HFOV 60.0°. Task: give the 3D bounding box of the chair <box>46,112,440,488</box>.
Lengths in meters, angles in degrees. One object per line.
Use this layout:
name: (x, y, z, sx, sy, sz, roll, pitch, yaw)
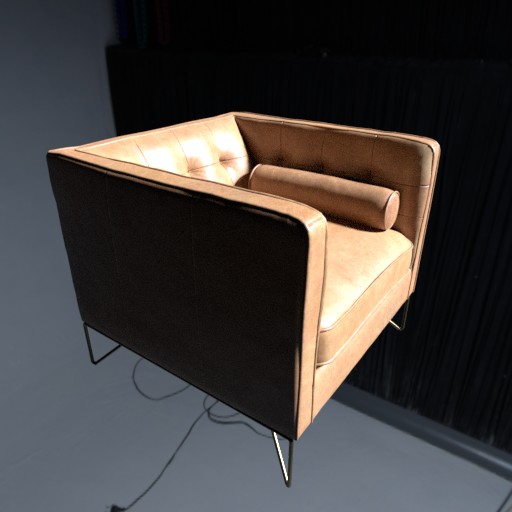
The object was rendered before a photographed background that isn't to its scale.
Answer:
chair: (0.000, 0.000, 1.563, 0.912, 0.797, 0.920, 18, 32, 31)
